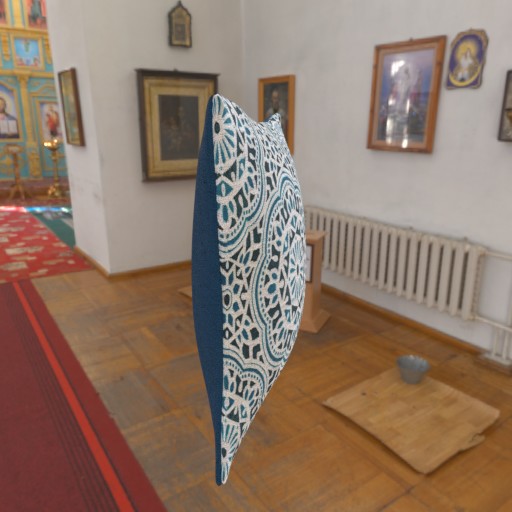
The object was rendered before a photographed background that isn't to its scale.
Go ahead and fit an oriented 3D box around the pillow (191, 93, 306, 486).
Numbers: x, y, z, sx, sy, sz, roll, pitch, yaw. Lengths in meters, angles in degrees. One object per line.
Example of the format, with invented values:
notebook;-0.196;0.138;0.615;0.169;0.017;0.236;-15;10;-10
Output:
pillow;0.000;0.000;0.647;0.145;0.420;0.440;3;15;10
